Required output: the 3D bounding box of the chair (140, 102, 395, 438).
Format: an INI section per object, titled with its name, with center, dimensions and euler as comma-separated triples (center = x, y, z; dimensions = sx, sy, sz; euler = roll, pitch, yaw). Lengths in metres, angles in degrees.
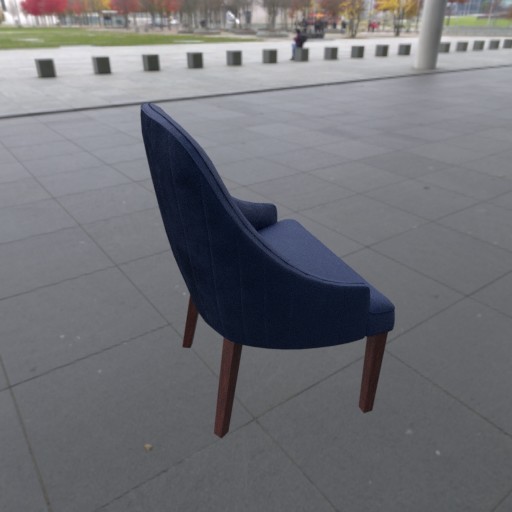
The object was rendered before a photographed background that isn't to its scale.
[chair]
center = 0.000, 0.000, 1.324
dimensions = 0.575, 0.889, 0.643
euler = -10, 30, -19
